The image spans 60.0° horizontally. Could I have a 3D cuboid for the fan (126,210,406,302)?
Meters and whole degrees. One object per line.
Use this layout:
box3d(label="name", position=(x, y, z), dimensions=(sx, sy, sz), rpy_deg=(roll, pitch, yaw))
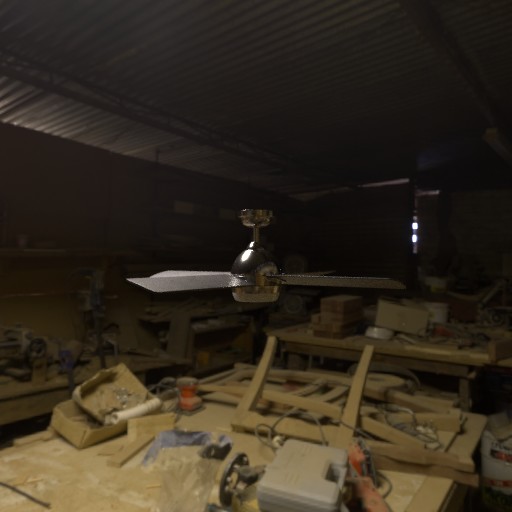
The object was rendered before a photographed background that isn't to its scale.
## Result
box3d(label="fan", position=(0.000, 0.000, 2.017), dimensions=(1.332, 0.403, 1.332), rpy_deg=(0, 0, 36))
